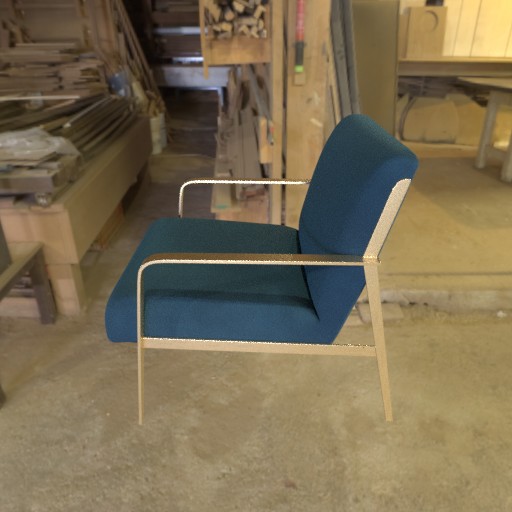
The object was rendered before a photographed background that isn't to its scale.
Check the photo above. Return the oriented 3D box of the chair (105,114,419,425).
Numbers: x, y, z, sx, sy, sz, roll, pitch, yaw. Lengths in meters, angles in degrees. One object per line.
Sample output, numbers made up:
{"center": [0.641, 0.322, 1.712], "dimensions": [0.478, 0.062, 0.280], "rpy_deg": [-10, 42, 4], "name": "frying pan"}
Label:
{"center": [0.000, 0.000, 1.477], "dimensions": [0.859, 0.831, 0.692], "rpy_deg": [0, 27, 1], "name": "chair"}
